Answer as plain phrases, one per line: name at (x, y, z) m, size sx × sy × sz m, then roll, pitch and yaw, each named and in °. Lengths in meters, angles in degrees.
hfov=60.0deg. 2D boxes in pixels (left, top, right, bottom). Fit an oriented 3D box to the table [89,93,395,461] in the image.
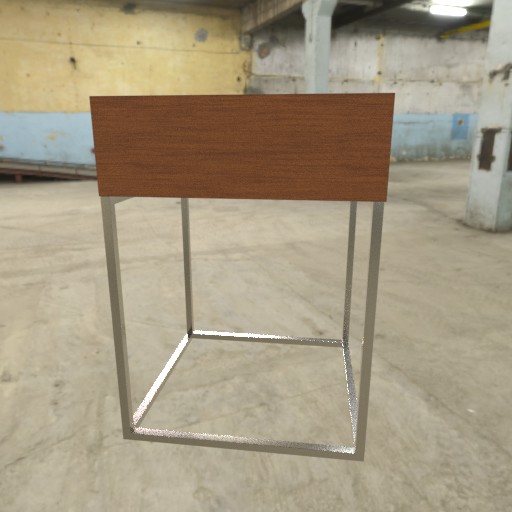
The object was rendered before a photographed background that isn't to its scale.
table at (0.000, 0.000, 0.830) m, size 0.397 × 0.540 × 0.398 m, roll 2°, pitch 16°, yaw 7°
